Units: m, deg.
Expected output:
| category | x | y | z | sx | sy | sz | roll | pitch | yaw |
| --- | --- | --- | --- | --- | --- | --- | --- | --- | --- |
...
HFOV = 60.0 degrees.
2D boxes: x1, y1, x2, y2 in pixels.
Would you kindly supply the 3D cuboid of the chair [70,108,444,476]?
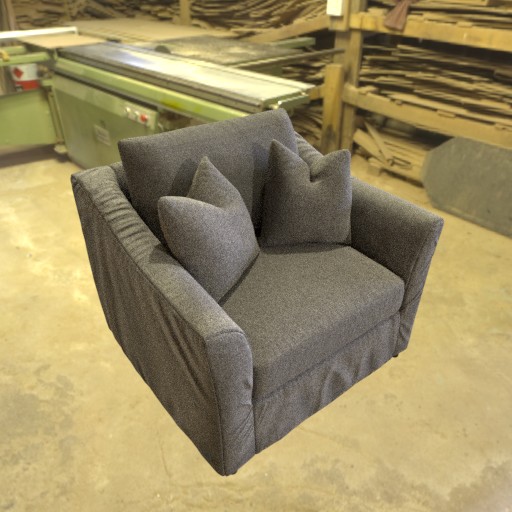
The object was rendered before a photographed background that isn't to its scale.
| category | x | y | z | sx | sy | sz | roll | pitch | yaw |
| --- | --- | --- | --- | --- | --- | --- | --- | --- | --- |
| chair | 0.000 | 0.000 | 1.992 | 1.194 | 1.059 | 1.071 | -23 | 39 | -31 |
